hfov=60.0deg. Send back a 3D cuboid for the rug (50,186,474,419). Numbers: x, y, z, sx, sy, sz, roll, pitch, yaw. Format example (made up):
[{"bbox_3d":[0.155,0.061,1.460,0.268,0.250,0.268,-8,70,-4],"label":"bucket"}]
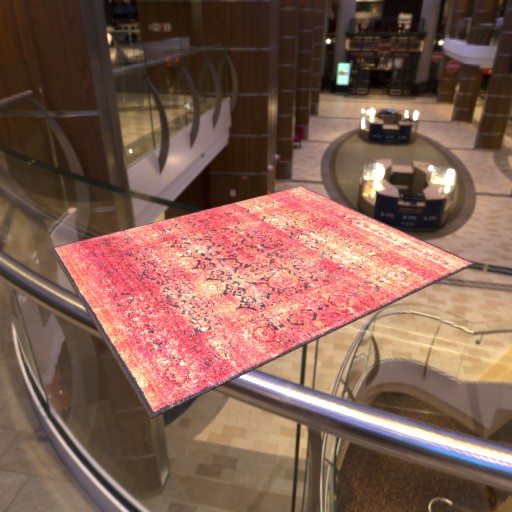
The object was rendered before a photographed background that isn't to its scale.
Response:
[{"bbox_3d":[0.000,0.000,4.023,3.032,0.020,2.411,-18,33,-30],"label":"rug"}]
